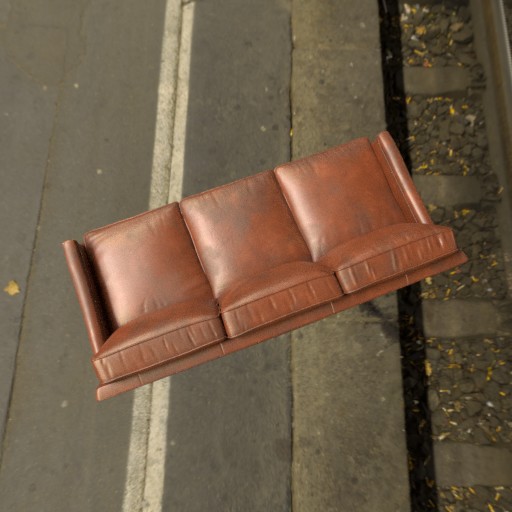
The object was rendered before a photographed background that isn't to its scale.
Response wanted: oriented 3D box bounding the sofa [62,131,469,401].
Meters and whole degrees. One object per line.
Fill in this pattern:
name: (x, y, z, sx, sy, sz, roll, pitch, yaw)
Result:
sofa: (0.000, 0.000, 2.847, 2.240, 1.003, 1.084, -20, 76, -5)
